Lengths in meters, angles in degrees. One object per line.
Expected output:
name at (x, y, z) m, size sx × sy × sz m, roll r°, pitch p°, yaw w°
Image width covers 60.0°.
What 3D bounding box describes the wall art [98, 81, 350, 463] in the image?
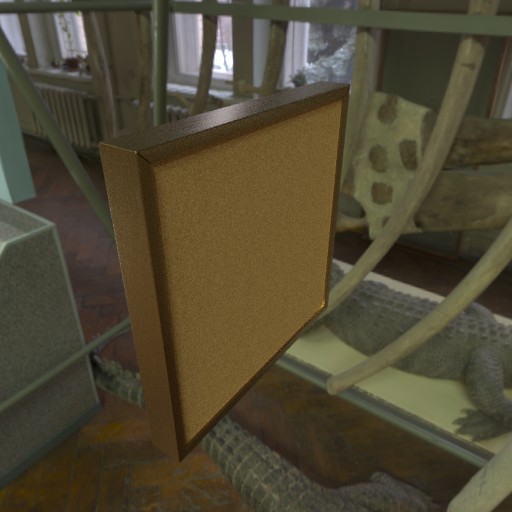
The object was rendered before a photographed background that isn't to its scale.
wall art at (0.000, 0.000, 0.464) m, size 0.037 × 0.305 × 0.305 m, roll 20°, pitch 36°, yaw 30°
